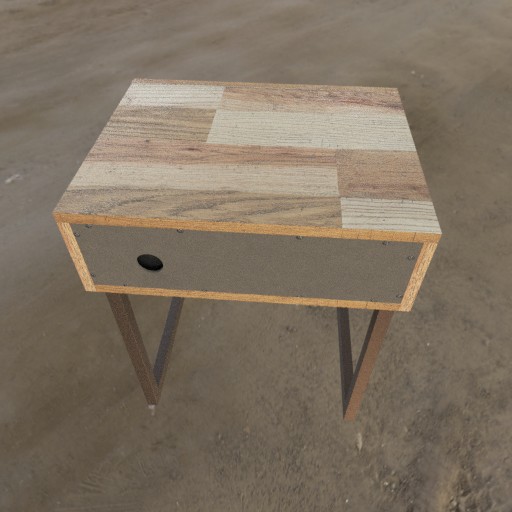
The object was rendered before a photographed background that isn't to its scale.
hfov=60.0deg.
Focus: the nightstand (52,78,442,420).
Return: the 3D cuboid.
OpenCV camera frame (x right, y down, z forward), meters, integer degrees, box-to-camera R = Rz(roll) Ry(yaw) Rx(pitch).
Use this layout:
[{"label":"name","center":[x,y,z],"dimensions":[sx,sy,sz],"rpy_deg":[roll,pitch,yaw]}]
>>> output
[{"label":"nightstand","center":[0.000,0.000,1.021],"dimensions":[0.558,0.632,0.481],"rpy_deg":[3,46,3]}]
